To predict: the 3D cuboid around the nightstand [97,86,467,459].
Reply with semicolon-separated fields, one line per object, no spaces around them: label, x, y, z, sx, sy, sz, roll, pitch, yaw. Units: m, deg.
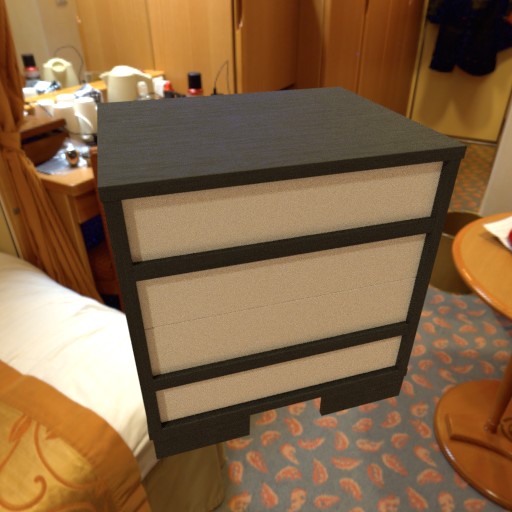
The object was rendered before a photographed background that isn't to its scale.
nightstand;0.000;0.000;0.741;0.427;0.448;0.347;-9;34;-14
